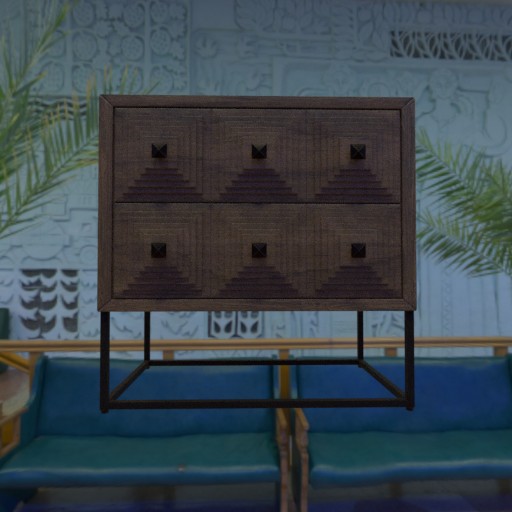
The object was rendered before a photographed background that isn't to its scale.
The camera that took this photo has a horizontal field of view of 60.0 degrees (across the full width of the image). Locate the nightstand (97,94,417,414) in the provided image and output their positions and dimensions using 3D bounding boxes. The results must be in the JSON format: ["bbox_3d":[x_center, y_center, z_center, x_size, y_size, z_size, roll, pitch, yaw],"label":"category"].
[{"bbox_3d":[0.000,0.000,1.032,0.610,0.610,0.437,0,-1,-1],"label":"nightstand"}]
